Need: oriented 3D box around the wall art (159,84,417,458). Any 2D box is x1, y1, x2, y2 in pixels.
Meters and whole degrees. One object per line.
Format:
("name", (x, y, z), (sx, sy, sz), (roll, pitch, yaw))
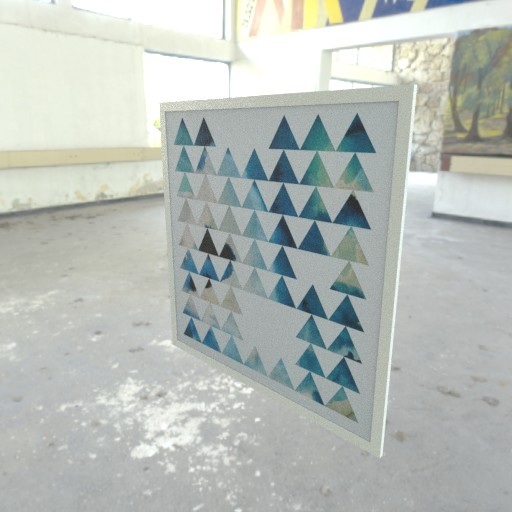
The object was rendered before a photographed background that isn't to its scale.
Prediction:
("wall art", (0.000, 0.000, 1.188), (0.809, 0.809, 0.012), (15, 22, 42))
